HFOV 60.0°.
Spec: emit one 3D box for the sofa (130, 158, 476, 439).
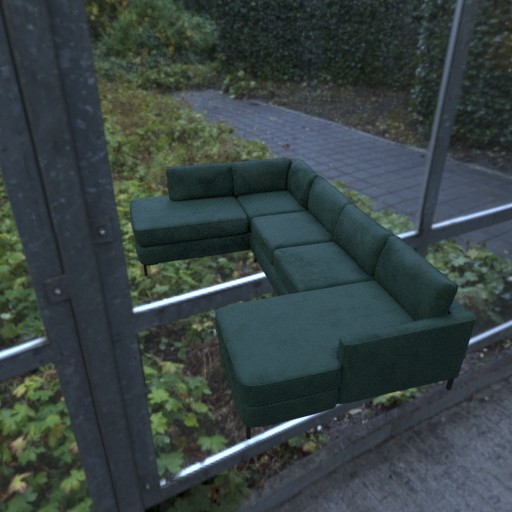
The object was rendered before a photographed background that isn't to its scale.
[{"bbox_3d":[0.000,0.000,3.780,1.992,0.861,2.994,-8,30,-14],"label":"sofa"}]
